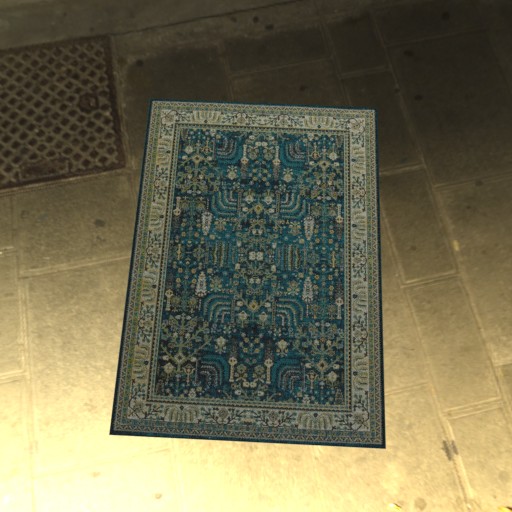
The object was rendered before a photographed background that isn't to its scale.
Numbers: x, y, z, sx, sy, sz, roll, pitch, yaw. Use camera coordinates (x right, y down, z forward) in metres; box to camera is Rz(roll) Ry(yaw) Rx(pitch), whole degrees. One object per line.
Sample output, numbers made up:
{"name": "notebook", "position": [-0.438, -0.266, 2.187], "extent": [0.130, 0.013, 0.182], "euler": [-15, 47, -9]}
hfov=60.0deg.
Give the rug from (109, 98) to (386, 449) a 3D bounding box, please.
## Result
{"name": "rug", "position": [0.000, 0.000, 2.828], "extent": [1.594, 0.013, 2.213], "euler": [3, 75, 1]}
